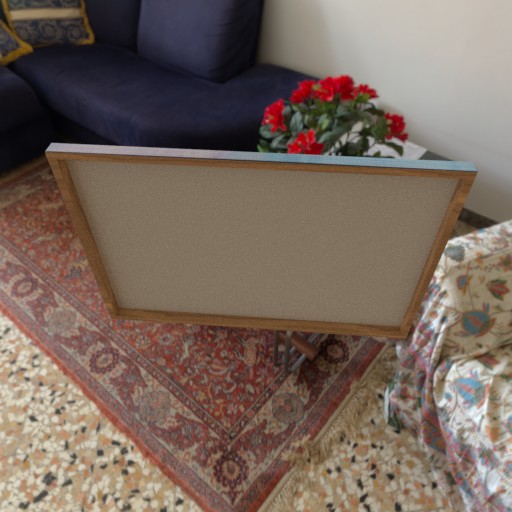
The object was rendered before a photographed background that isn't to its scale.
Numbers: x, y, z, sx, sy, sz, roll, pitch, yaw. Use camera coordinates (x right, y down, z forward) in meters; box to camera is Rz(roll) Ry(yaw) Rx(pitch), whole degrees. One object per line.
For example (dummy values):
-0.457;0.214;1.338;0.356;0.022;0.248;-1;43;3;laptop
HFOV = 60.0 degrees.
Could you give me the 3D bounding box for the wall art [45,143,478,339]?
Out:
0.000;0.000;1.159;0.911;0.605;0.037;3;46;3;wall art
